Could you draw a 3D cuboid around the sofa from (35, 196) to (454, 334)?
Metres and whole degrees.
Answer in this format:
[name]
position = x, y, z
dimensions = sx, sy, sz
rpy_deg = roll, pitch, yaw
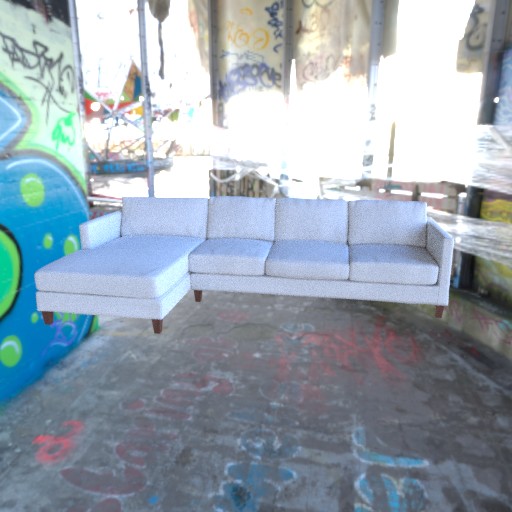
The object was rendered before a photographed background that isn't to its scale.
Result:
[sofa]
position = 0.000, 0.000, 3.860
dimensions = 3.186, 0.861, 1.625
rpy_deg = 3, 16, 10
